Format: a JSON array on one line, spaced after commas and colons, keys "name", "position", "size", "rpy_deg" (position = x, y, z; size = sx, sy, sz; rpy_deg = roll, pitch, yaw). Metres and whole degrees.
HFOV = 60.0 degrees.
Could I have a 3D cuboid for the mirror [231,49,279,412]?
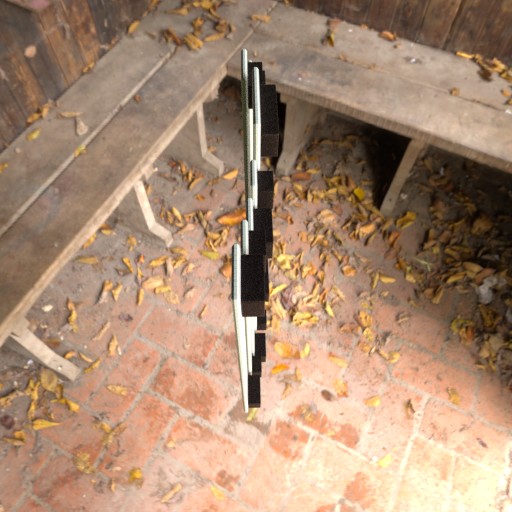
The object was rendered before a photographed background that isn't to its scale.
[{"name": "mirror", "position": [0.000, 0.000, 0.790], "size": [0.058, 0.611, 0.445], "rpy_deg": [-1, 60, -1]}]
